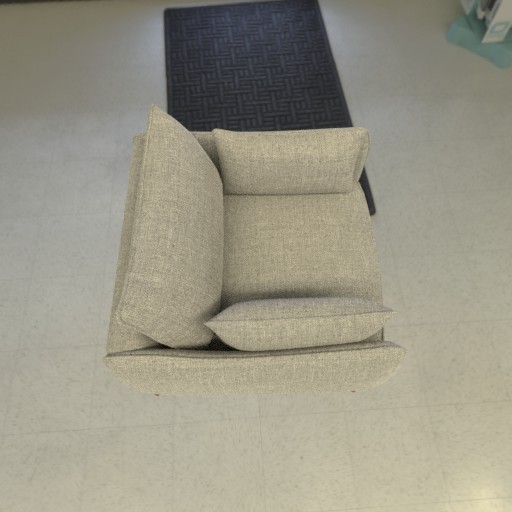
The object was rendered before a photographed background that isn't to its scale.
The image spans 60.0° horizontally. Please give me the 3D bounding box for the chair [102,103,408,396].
[{"bbox_3d":[0.000,0.000,1.720,0.976,0.839,0.993,-1,63,0],"label":"chair"}]
